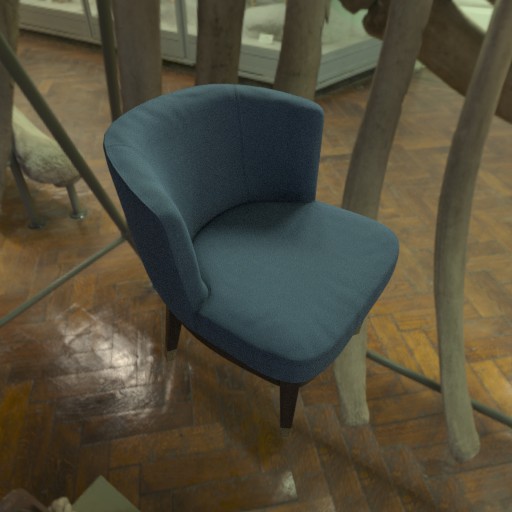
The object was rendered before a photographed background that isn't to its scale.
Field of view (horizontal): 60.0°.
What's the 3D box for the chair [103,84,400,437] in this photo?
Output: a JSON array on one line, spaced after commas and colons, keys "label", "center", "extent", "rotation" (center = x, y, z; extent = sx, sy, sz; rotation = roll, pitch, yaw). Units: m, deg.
[{"label": "chair", "center": [0.000, 0.000, 1.272], "extent": [0.702, 0.760, 0.661], "rotation": [25, 46, 26]}]
